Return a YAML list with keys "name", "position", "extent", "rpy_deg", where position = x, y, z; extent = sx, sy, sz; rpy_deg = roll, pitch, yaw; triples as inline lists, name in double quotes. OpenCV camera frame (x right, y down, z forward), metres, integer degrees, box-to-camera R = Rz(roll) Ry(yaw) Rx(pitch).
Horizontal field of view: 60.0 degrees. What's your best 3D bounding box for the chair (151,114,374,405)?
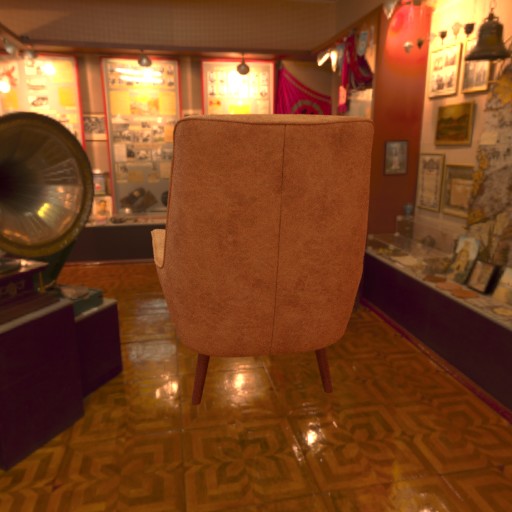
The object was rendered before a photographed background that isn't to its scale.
- name: "chair"
  position: [0.000, 0.000, 1.520]
  extent: [0.753, 0.883, 0.851]
  rpy_deg: [-2, 14, -9]
